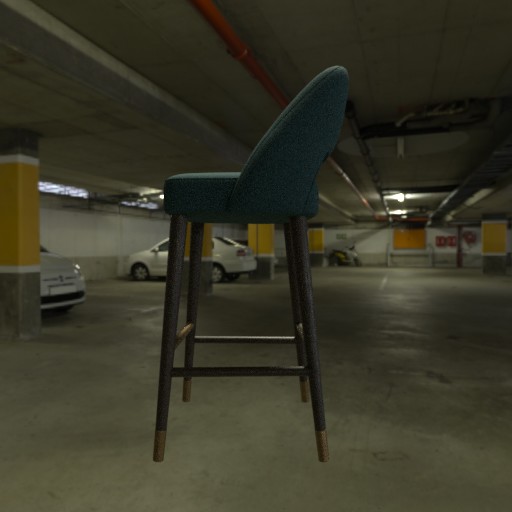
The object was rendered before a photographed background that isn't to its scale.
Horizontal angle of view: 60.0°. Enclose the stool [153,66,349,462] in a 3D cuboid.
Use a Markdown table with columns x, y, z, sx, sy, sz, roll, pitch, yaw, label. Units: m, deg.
| x | y | z | sx | sy | sz | roll | pitch | yaw | label |
| --- | --- | --- | --- | --- | --- | --- | --- | --- | --- |
| 0.000 | 0.000 | 1.334 | 0.522 | 1.032 | 0.536 | 0 | 1 | 0 | stool |
